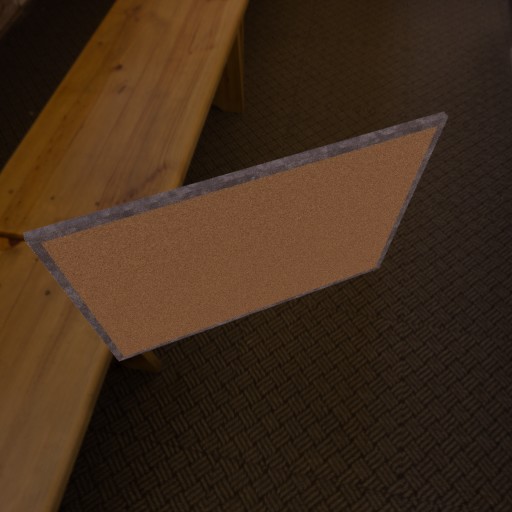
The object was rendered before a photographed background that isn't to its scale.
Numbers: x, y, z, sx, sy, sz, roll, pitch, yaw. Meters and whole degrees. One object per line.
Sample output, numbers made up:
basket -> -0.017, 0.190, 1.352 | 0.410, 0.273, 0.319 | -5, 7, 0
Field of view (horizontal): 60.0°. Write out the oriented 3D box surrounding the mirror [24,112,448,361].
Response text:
mirror -> 0.000, 0.000, 1.423 | 1.101, 0.795, 0.022 | -18, 59, -11
